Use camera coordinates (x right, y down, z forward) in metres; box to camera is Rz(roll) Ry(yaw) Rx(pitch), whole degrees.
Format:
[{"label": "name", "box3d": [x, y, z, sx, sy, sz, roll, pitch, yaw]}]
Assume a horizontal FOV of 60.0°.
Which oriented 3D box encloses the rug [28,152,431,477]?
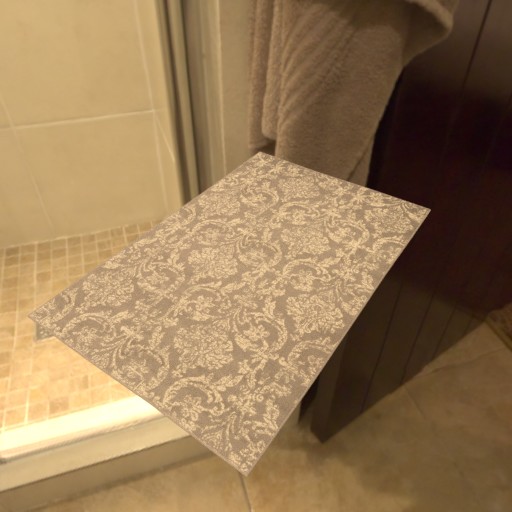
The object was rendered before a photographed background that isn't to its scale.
[{"label": "rug", "box3d": [0.000, 0.000, 3.419, 1.819, 0.018, 2.746, 25, 47, 25]}]
